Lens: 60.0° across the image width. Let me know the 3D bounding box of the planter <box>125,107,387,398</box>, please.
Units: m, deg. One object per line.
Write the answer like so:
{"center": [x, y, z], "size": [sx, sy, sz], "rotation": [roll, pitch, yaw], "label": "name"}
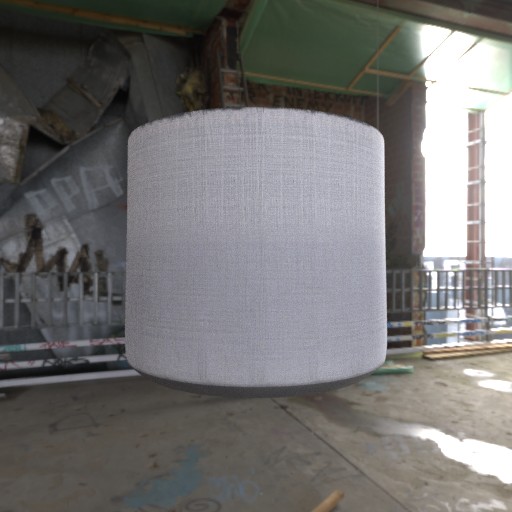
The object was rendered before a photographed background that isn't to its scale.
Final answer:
{"center": [0.000, 0.000, 0.448], "size": [0.254, 0.221, 0.254], "rotation": [0, 0, 0], "label": "planter"}
